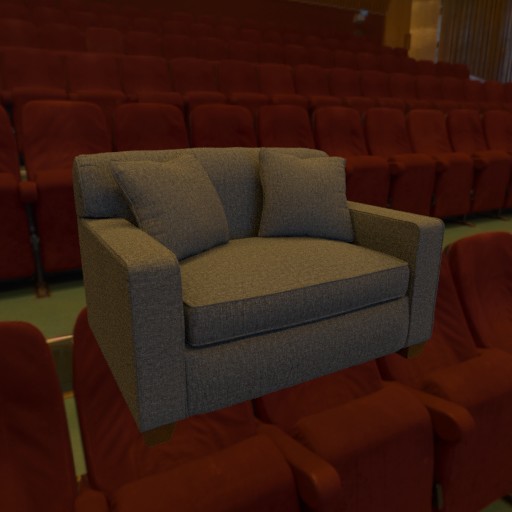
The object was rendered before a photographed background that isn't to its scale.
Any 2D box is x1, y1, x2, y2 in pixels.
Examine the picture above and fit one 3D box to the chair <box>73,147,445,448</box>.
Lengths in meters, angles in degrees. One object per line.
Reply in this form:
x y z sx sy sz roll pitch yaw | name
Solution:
0.000 0.000 2.022 1.383 0.948 1.000 -9 18 -28 | chair
